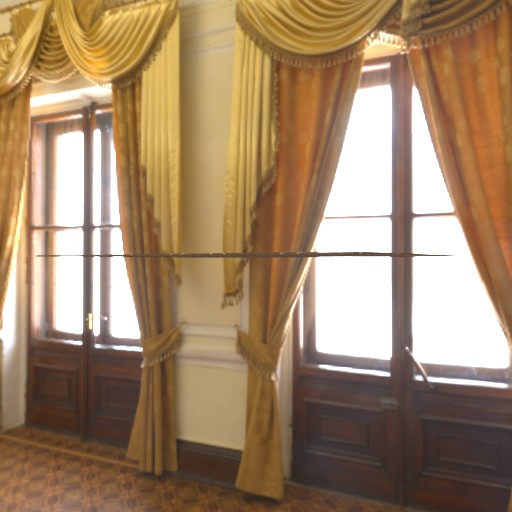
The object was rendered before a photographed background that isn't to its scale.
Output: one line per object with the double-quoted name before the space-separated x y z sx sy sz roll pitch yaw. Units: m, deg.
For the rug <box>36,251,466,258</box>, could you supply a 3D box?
"rug" 0.000 0.000 4.026 3.062 0.012 2.457 0 -1 36
